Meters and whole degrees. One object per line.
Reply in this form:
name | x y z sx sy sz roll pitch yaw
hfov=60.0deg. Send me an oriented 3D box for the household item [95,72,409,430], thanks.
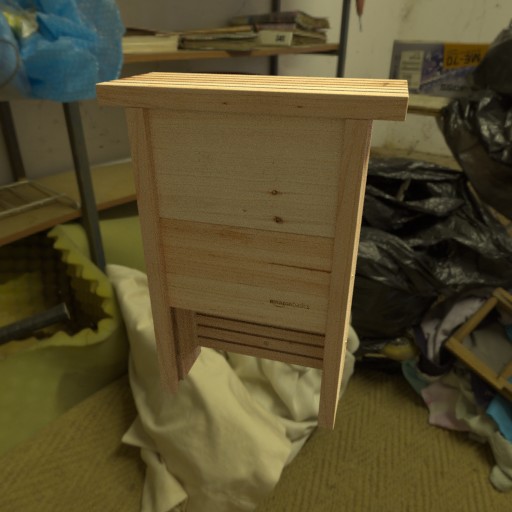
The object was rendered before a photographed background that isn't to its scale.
household item | 0.000 0.000 0.553 0.301 0.407 0.123 8 29 14
